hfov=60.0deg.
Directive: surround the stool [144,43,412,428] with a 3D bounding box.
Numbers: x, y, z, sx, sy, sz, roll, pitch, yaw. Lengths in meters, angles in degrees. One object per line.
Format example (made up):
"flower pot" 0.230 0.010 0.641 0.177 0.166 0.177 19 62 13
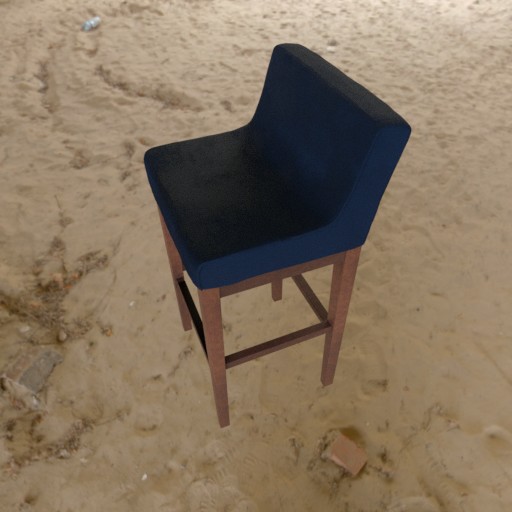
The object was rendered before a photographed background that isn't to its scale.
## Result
"stool" 0.000 0.000 1.338 0.500 1.037 0.511 -16 47 -16
